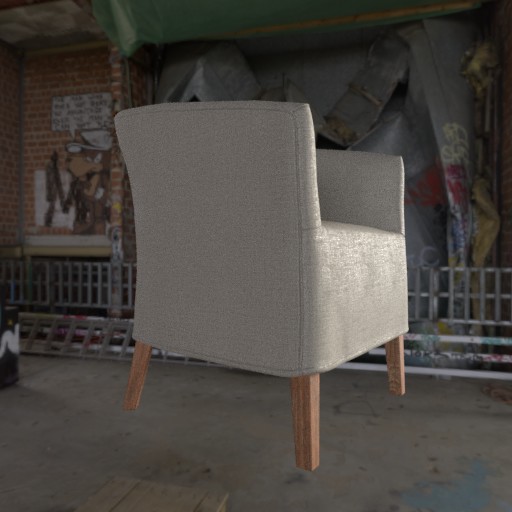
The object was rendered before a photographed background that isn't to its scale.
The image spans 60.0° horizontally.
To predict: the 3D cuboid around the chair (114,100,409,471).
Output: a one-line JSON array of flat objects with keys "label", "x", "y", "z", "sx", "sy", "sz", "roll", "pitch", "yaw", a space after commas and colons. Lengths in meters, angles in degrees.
[{"label": "chair", "x": 0.000, "y": 0.000, "z": 1.201, "sx": 0.668, "sy": 0.771, "sz": 0.600, "roll": 0, "pitch": 1, "yaw": 35}]
